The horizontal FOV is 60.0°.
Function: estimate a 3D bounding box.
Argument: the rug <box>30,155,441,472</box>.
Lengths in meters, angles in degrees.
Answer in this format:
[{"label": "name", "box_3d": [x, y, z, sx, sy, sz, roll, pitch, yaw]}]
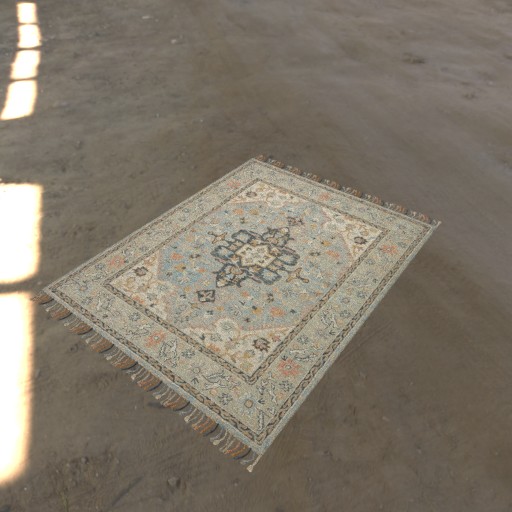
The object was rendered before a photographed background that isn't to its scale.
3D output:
[{"label": "rug", "box_3d": [0.000, 0.000, 2.236, 1.278, 0.009, 1.730, 27, 47, 28]}]
